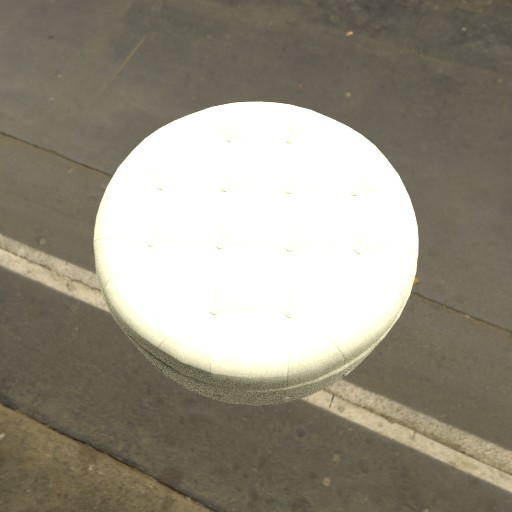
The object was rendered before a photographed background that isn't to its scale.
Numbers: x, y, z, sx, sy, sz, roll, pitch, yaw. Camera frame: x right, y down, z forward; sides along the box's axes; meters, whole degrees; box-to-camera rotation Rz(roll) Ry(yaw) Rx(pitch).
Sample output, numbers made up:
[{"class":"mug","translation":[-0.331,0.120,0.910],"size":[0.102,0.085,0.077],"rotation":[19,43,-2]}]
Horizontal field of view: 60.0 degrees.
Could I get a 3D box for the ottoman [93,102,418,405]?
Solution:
[{"class":"ottoman","translation":[0.000,0.000,1.325],"size":[0.850,0.483,0.850],"rotation":[0,63,0]}]
